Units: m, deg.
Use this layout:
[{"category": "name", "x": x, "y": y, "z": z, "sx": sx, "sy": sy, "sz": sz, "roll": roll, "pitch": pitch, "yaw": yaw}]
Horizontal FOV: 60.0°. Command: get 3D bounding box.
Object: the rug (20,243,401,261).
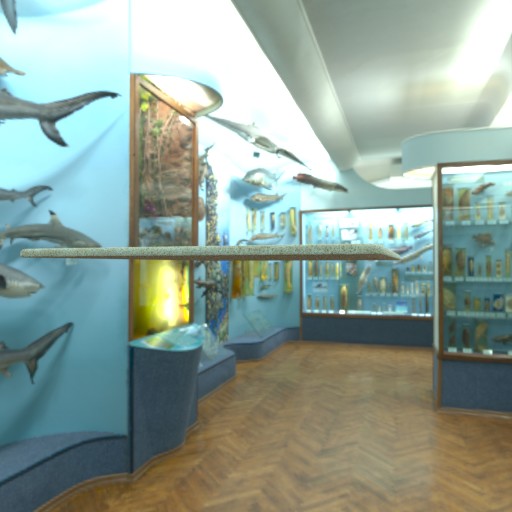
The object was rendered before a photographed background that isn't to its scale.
[{"category": "rug", "x": 0.000, "y": 0.000, "z": 3.343, "sx": 2.009, "sy": 0.048, "sz": 2.528, "roll": 0, "pitch": -1, "yaw": 20}]
